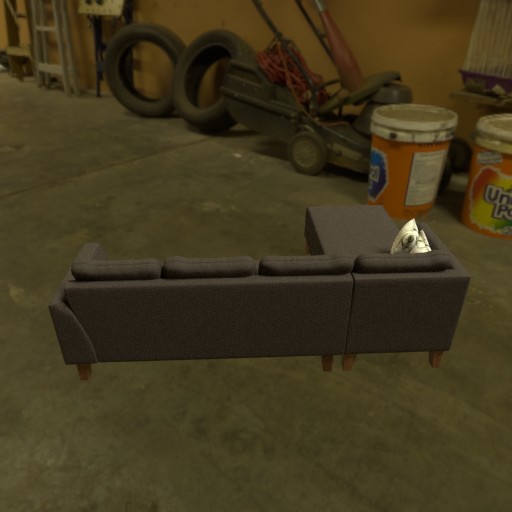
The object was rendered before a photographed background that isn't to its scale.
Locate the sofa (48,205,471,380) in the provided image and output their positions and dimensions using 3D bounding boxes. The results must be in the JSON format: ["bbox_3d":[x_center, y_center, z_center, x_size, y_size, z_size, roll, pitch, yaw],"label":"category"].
[{"bbox_3d":[0.000,0.000,3.689,2.679,0.932,1.829,-1,30,-2],"label":"sofa"}]
